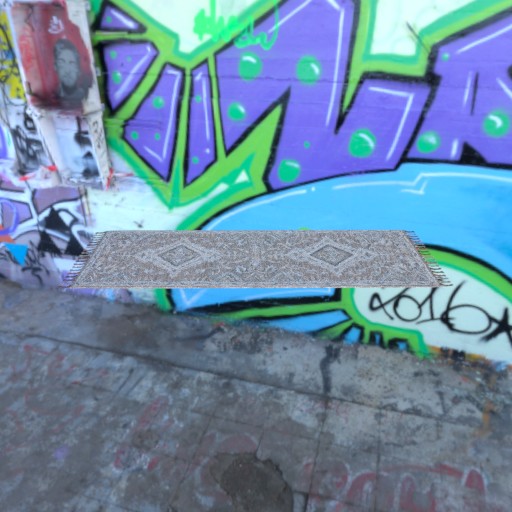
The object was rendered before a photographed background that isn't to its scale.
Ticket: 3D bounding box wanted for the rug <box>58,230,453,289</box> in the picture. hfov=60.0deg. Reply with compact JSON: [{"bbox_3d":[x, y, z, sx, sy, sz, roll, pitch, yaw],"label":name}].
[{"bbox_3d":[0.000,0.000,2.853,2.378,0.018,1.324,8,30,13],"label":"rug"}]
